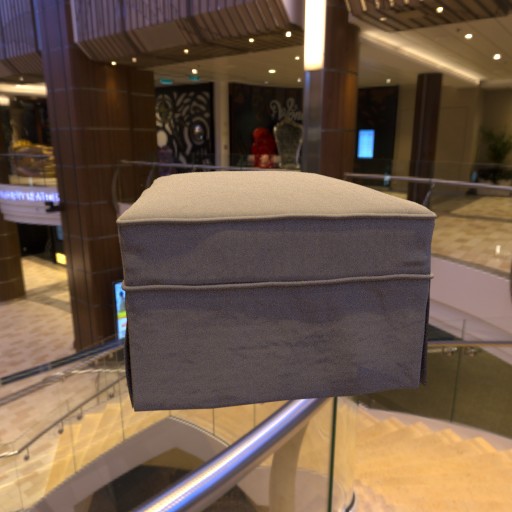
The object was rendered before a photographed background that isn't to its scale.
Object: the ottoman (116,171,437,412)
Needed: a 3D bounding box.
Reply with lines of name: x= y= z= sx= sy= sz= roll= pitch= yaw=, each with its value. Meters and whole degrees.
ottoman: x=0.000 y=0.000 z=1.334 sx=0.703 sy=0.479 sz=0.944 roll=-2 pitch=15 yaw=-8
